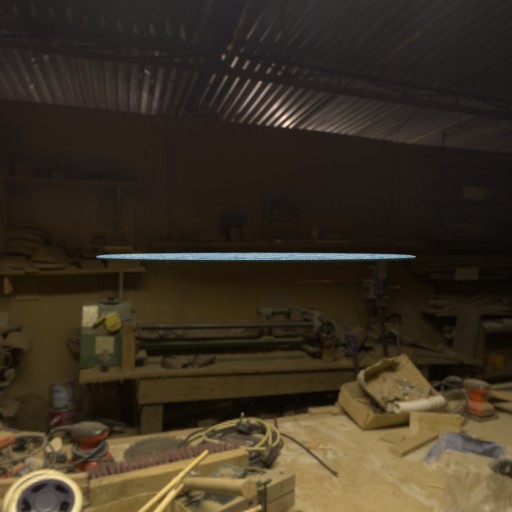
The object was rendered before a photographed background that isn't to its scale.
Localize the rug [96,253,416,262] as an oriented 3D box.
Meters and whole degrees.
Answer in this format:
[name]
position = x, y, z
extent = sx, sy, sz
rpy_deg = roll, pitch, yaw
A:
[rug]
position = 0.000, 0.000, 2.347
extent = 1.593, 0.012, 1.593
rpy_deg = 0, 1, 0
